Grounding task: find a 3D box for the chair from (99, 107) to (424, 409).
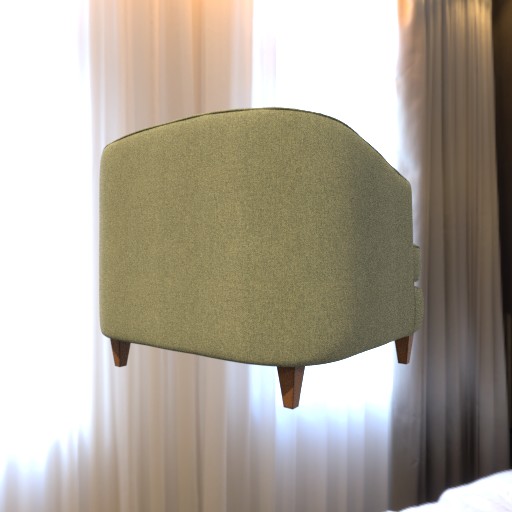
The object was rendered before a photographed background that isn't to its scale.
[{"bbox_3d":[0.000,0.000,1.767,1.094,0.852,0.945,0,0,37],"label":"chair"}]
